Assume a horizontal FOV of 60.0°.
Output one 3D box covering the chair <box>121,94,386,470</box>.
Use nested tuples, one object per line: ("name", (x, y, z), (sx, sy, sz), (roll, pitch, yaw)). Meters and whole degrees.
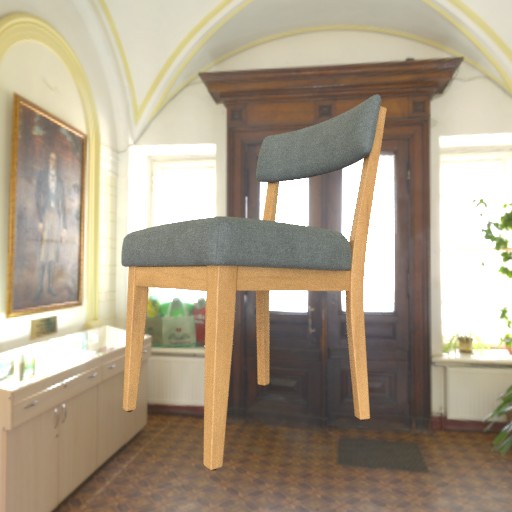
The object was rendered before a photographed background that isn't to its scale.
("chair", (0.000, 0.000, 1.183), (0.572, 0.832, 0.508), (1, -2, -37))
